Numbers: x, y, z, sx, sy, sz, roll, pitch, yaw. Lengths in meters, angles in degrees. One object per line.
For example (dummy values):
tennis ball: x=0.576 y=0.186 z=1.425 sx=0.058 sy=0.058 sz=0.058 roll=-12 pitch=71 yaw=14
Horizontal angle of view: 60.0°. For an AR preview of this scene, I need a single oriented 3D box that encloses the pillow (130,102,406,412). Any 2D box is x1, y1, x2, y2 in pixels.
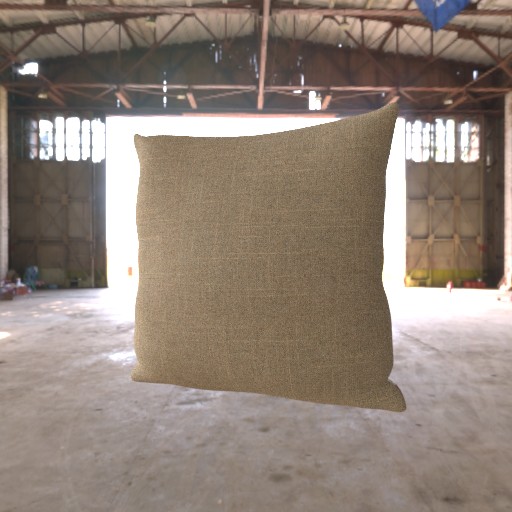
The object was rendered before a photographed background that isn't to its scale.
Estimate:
pillow: x=0.000 y=0.000 z=0.683 sx=0.439 sy=0.427 sz=0.182 roll=0 pitch=0 yaw=19
